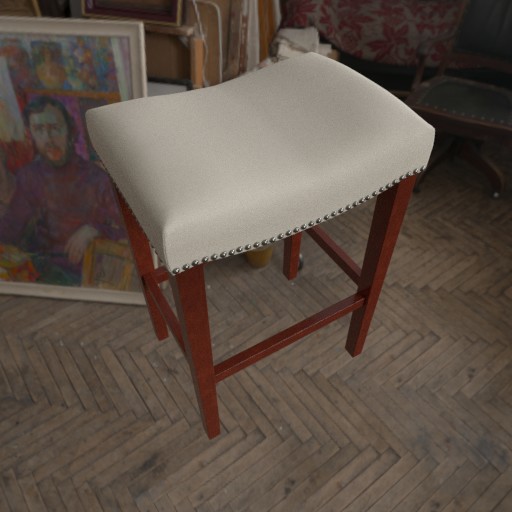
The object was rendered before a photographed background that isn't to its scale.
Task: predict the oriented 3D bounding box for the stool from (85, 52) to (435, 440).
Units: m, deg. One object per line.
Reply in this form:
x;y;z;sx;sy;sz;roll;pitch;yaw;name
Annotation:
0.000;0.000;1.010;0.504;0.742;0.372;-23;51;-20;stool
